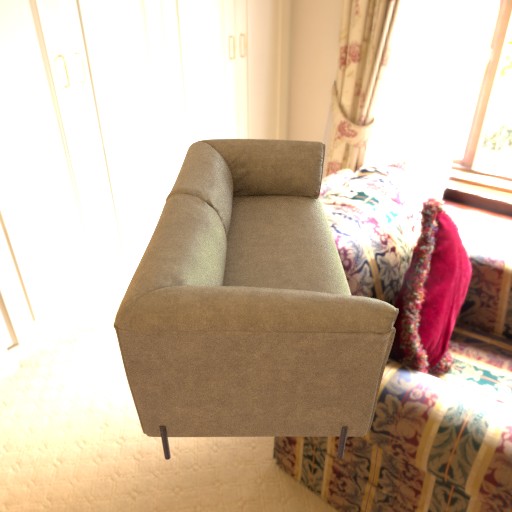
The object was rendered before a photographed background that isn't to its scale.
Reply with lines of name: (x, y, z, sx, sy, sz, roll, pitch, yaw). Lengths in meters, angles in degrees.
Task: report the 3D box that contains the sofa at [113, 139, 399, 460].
sofa: (0.000, 0.000, 2.323, 0.905, 0.747, 1.878, 0, 31, 0)
